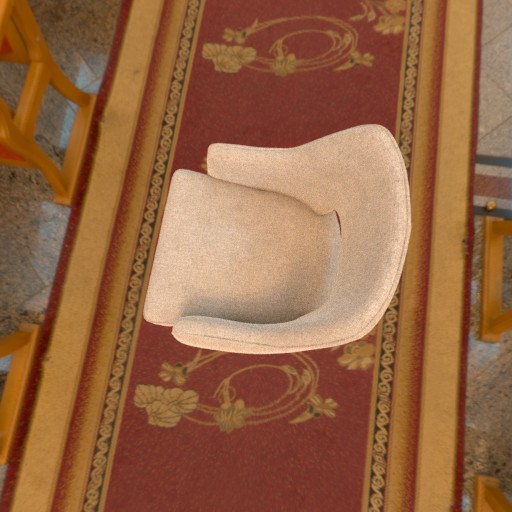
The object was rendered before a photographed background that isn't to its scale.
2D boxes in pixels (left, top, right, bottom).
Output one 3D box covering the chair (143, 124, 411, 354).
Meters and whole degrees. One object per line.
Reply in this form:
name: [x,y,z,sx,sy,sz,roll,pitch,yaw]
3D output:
chair: [0.000,0.000,1.250,0.605,0.849,0.548,9,77,2]
